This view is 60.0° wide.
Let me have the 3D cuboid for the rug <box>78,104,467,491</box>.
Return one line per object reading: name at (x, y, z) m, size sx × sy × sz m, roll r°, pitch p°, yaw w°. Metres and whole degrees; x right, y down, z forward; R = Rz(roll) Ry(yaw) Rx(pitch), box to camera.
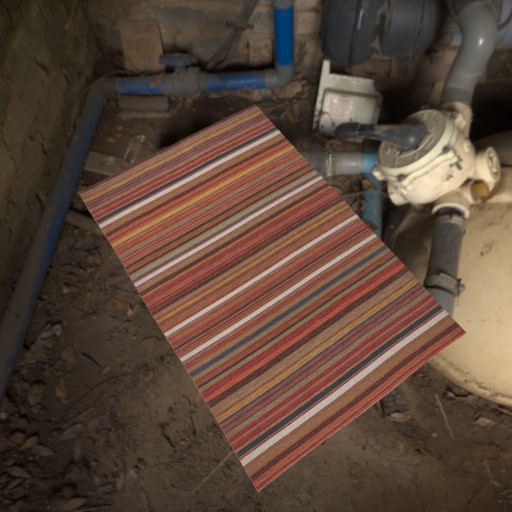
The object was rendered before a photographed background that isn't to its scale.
rug at (0.000, 0.000, 2.327) m, size 1.217 × 0.007 × 1.828 m, roll -31°, pitch 67°, yaw -15°
